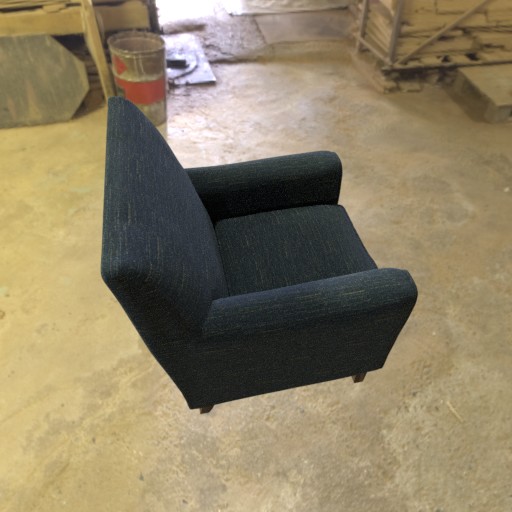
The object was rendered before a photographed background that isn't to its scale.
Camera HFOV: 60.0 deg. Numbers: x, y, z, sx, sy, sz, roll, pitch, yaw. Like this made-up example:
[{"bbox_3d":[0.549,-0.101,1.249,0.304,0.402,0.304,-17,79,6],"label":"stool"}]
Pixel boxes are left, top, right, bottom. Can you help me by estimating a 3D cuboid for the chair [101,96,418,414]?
[{"bbox_3d":[0.000,0.000,1.638,0.873,0.928,0.864,-9,46,-8],"label":"chair"}]
